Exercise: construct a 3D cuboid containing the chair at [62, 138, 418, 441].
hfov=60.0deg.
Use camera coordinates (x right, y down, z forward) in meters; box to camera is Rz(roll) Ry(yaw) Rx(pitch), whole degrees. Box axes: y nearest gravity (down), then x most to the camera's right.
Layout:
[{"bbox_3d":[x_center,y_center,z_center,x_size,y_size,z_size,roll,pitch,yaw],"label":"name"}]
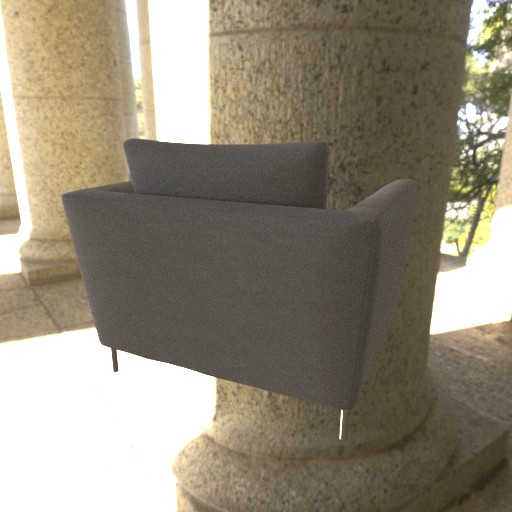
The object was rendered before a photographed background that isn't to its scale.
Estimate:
[{"bbox_3d":[0.000,0.000,1.673,1.041,0.864,0.889,8,18,24],"label":"chair"}]
